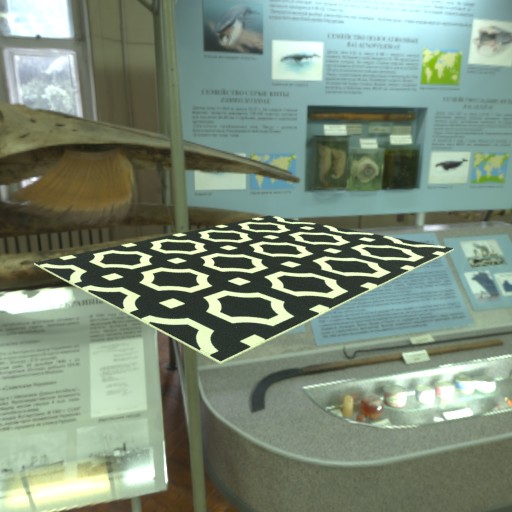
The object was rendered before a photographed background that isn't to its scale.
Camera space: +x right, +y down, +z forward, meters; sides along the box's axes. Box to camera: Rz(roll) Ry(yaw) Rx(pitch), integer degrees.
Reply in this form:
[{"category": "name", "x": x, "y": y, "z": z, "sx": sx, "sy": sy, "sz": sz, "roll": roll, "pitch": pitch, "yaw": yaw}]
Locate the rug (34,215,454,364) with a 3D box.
[{"category": "rug", "x": 0.000, "y": 0.000, "z": 4.110, "sx": 2.466, "sy": 0.021, "sz": 3.049, "roll": 15, "pitch": 22, "yaw": 42}]
